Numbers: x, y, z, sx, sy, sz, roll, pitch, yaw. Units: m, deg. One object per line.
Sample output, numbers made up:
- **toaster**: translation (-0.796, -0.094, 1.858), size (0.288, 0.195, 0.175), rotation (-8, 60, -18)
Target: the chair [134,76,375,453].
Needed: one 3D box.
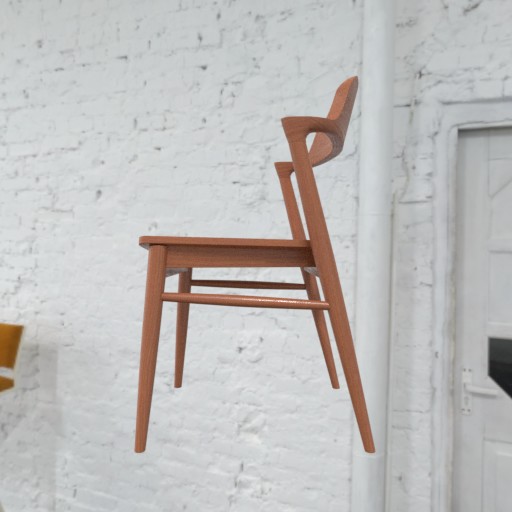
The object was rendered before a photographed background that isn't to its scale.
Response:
- **chair**: translation (0.000, 0.000, 1.120), size (0.499, 0.801, 0.496), rotation (0, 1, 1)
